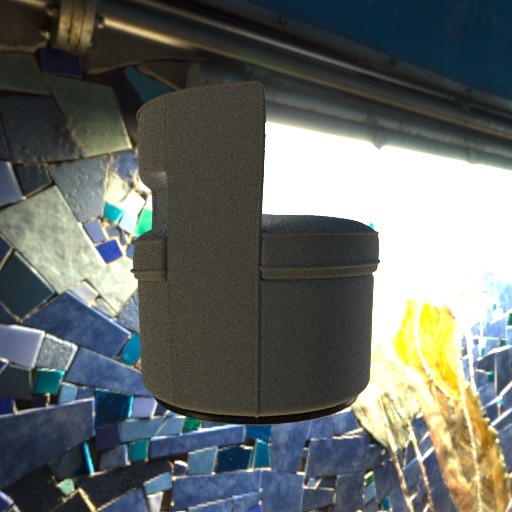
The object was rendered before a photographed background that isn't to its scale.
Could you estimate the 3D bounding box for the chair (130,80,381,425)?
[{"bbox_3d":[0.000,0.000,1.215,0.665,0.723,0.650,0,0,-19],"label":"chair"}]
